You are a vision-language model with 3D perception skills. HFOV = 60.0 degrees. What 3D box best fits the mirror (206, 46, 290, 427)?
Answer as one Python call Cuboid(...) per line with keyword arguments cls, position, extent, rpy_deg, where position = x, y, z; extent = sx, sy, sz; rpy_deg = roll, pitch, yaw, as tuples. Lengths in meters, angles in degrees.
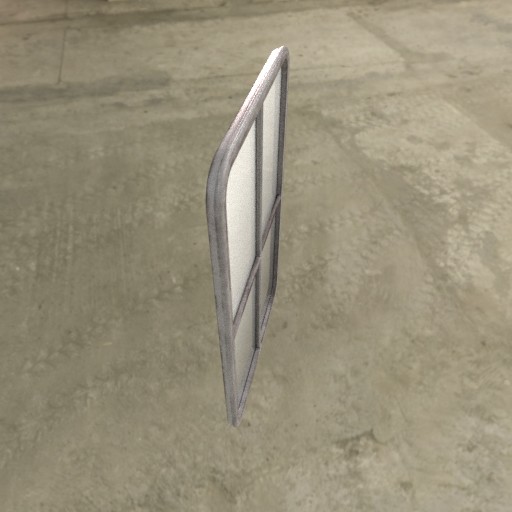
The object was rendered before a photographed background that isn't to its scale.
Cuboid(cls="mirror", position=(0.000, 0.000, 0.918), extent=(0.024, 0.713, 0.461), rpy_deg=(10, 46, 10))
